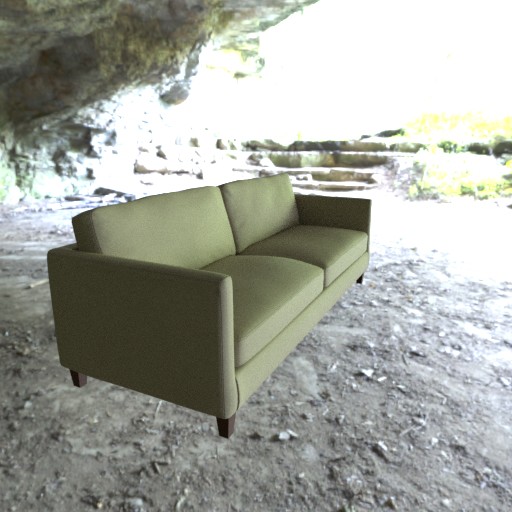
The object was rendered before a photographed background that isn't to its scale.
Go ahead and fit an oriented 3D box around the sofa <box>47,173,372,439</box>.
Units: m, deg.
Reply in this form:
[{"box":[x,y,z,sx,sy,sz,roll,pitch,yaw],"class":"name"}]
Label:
[{"box":[0.000,0.000,2.874,0.988,0.912,2.404,8,17,26],"class":"sofa"}]
